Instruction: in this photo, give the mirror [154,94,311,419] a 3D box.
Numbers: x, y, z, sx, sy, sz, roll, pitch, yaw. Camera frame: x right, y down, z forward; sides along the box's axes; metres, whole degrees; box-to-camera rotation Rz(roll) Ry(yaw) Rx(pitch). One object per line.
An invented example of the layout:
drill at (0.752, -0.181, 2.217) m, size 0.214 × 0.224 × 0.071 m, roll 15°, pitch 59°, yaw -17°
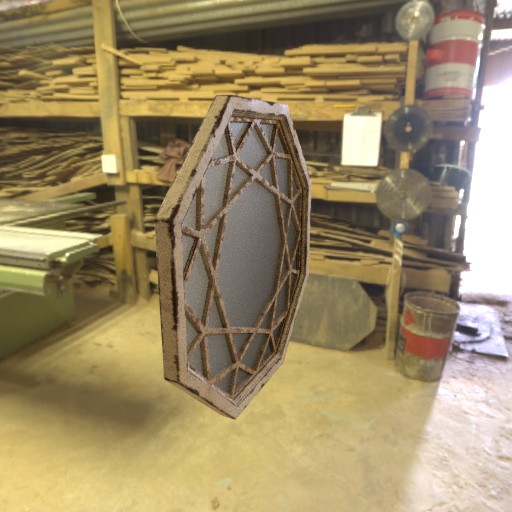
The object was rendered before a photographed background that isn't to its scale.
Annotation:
mirror at (0.000, 0.000, 0.974) m, size 0.031 × 0.648 × 0.648 m, roll 7°, pitch 17°, yaw 24°
